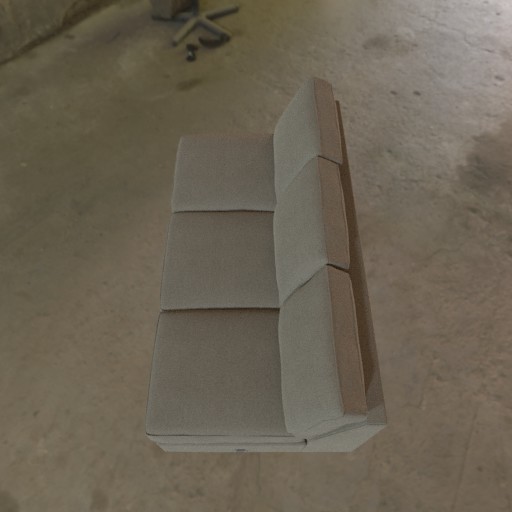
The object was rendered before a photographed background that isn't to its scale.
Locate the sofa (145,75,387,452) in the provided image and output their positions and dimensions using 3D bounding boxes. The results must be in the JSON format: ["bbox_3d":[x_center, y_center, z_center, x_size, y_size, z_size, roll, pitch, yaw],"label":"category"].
[{"bbox_3d":[0.000,0.000,2.688,1.127,1.036,2.092,0,58,0],"label":"sofa"}]
